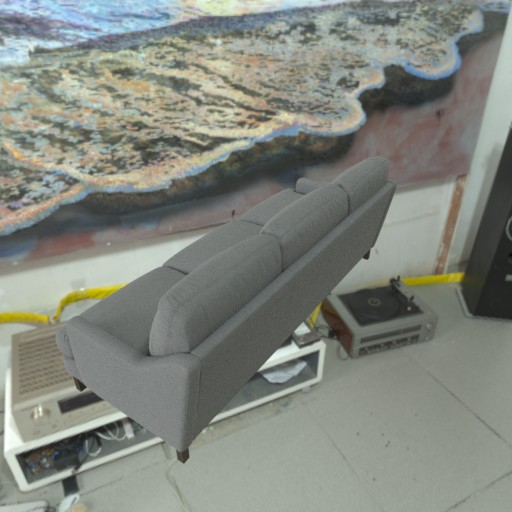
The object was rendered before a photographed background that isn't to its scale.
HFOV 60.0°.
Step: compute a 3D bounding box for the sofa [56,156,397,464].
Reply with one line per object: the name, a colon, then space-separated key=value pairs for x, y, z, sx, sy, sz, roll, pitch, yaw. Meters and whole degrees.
sofa: x=0.000 y=0.000 z=2.851 sx=0.987 sy=0.926 sz=2.344 roll=20 pitch=36 yaw=29
